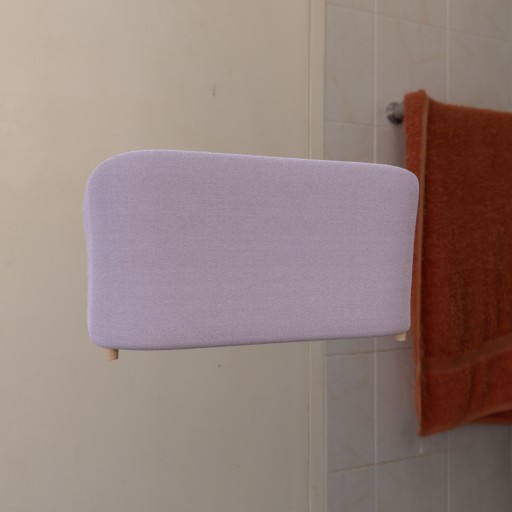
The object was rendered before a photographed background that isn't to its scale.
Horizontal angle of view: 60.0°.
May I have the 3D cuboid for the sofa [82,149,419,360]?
[{"bbox_3d":[0.000,0.000,1.919,1.452,0.721,0.705,0,0,-17],"label":"sofa"}]
